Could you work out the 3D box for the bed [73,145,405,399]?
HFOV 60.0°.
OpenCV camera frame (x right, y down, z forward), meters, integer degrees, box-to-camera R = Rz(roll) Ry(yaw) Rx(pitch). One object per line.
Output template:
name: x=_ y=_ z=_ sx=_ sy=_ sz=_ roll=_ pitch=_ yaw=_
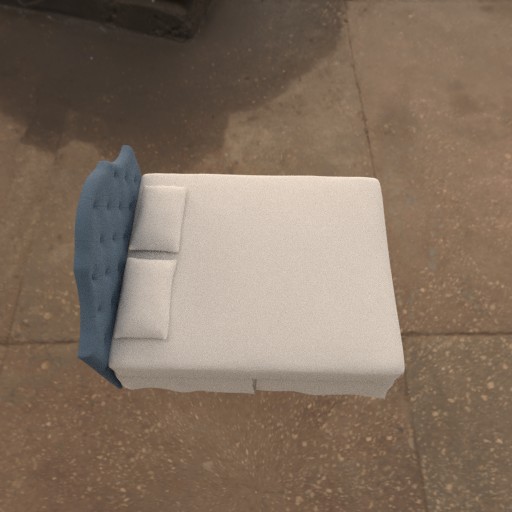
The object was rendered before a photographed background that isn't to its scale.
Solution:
bed: x=0.000 y=0.000 z=3.793 sx=2.477 sy=1.617 sz=2.039 roll=1 pitch=62 yaw=1
